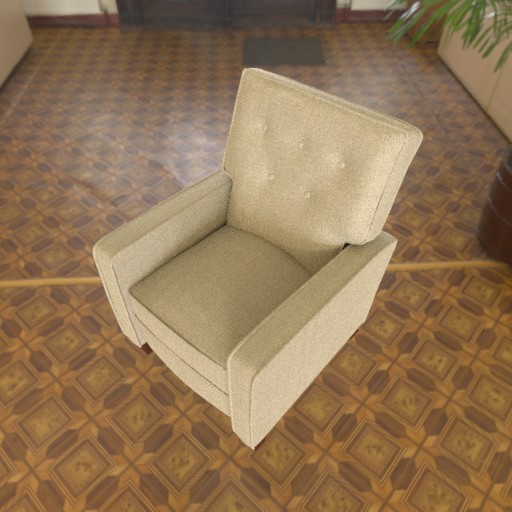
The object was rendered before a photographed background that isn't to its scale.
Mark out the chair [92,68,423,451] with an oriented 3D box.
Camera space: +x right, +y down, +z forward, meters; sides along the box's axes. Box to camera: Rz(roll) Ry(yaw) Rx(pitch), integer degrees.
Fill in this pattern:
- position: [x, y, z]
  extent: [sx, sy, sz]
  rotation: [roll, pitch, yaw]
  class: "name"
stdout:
- position: [0.000, 0.000, 1.413]
  extent: [0.648, 0.888, 0.754]
  rotation: [32, 54, 27]
  class: "chair"
